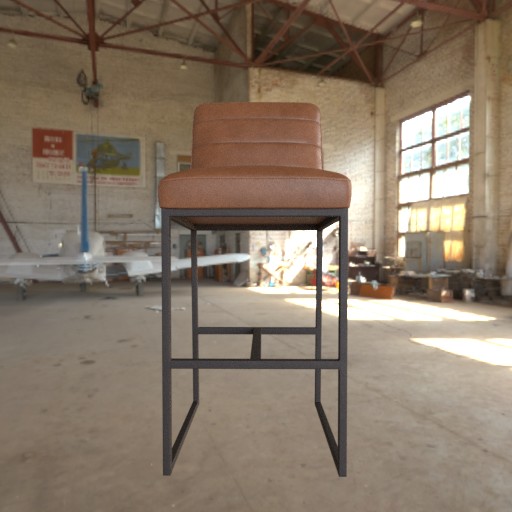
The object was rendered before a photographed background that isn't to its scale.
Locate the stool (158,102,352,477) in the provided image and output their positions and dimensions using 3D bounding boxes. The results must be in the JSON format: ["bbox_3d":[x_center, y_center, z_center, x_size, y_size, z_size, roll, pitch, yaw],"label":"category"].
[{"bbox_3d":[0.000,0.000,1.298,0.458,1.040,0.556,0,1,1],"label":"stool"}]
